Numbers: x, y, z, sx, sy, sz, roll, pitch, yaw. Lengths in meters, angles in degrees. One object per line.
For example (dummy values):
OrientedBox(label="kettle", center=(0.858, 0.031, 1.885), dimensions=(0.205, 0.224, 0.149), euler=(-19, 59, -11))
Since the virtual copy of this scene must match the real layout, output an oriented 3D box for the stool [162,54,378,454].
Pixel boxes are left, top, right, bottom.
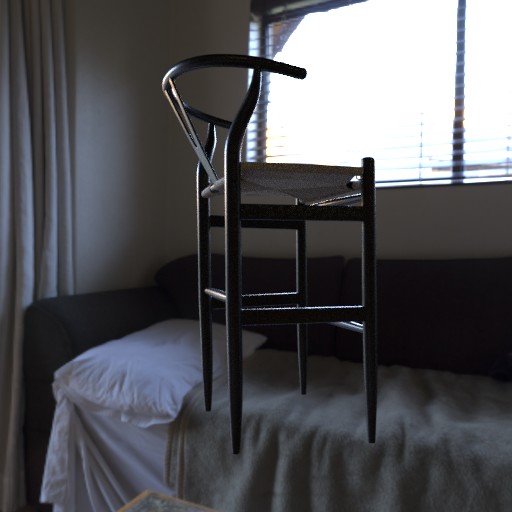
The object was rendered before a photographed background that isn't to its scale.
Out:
OrientedBox(label="stool", center=(0.000, 0.000, 1.407), dimensions=(0.579, 1.072, 0.569), euler=(0, 0, -19))
